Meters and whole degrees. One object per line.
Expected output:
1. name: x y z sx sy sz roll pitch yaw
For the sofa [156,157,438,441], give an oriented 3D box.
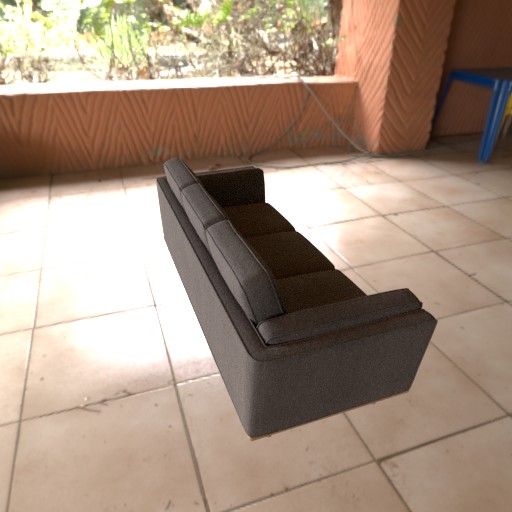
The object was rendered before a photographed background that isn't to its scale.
1. sofa: 0.000 0.000 2.897 0.903 0.899 2.362 -10 30 -18
